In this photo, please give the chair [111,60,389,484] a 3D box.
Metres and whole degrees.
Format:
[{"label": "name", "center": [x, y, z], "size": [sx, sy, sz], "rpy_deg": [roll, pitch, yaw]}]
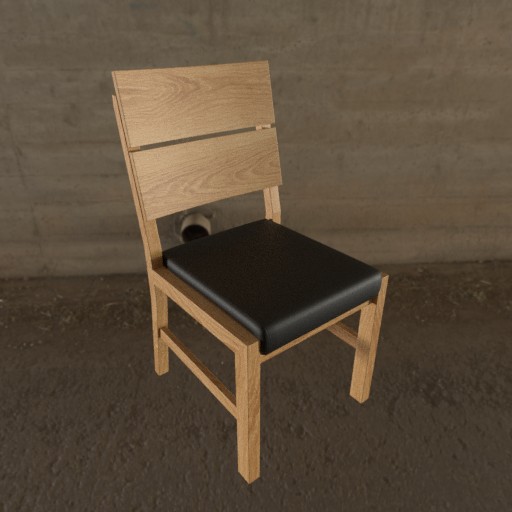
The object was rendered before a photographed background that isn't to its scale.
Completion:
[{"label": "chair", "center": [0.000, 0.000, 1.239], "size": [0.475, 0.950, 0.569], "rpy_deg": [-20, 34, -33]}]
